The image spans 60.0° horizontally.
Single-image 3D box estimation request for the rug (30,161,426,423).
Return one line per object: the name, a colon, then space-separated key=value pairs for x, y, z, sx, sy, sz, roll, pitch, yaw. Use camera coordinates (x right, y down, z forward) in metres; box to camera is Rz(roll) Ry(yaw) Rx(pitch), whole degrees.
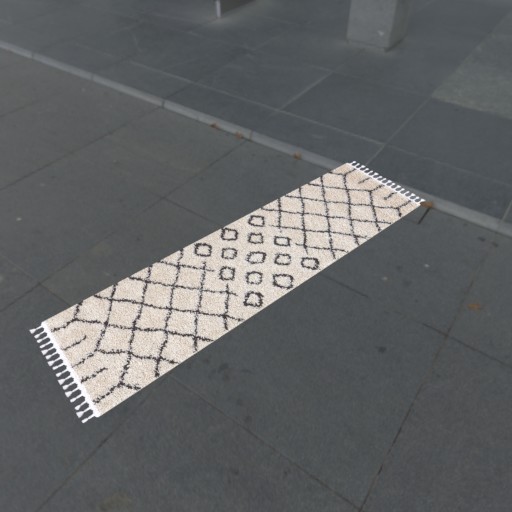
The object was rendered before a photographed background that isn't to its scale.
rug: x=0.000 y=0.000 z=2.640 sx=2.464 sy=0.005 sz=0.660 roll=-30 pitch=52 yaw=-27
